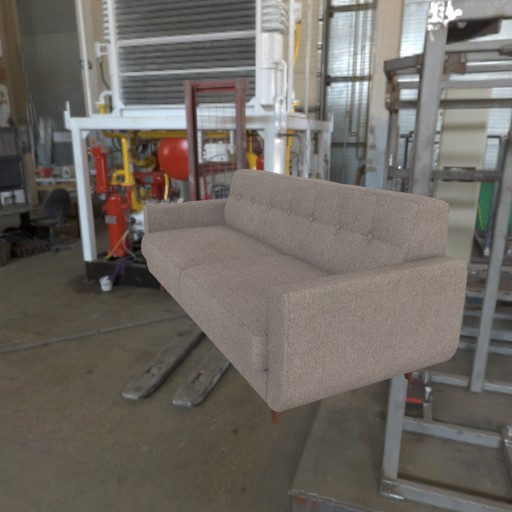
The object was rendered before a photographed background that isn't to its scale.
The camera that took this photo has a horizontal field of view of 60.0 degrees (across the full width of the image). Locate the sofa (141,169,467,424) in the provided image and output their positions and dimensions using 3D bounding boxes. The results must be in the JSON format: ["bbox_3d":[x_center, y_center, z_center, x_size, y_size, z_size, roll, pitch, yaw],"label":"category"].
[{"bbox_3d":[0.000,0.000,2.488,0.909,0.841,2.029,-8,17,-25],"label":"sofa"}]
